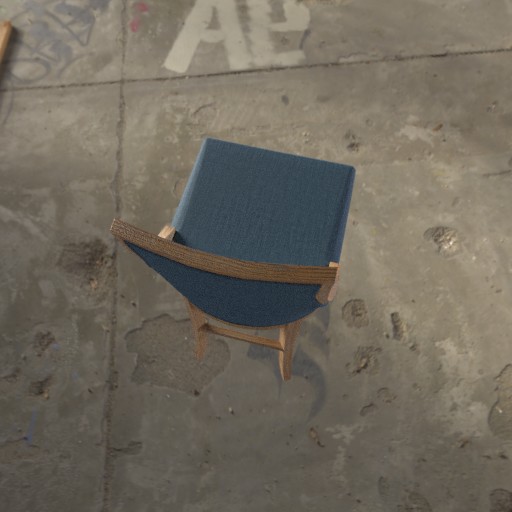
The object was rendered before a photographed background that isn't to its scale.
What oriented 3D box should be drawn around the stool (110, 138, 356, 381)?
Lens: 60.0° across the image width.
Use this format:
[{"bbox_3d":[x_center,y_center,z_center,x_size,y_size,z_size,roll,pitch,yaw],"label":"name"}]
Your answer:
[{"bbox_3d":[0.000,0.000,1.432,0.524,1.101,0.626,13,64,6],"label":"stool"}]
